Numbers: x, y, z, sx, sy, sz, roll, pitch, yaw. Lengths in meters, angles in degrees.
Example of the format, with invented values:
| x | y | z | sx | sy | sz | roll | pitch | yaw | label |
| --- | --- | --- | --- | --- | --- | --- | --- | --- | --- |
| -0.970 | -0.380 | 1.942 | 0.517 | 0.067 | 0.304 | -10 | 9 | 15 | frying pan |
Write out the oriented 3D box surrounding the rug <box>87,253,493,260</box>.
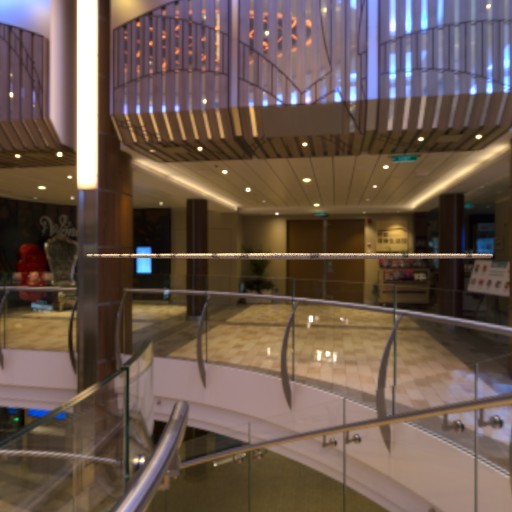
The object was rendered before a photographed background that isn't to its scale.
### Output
| x | y | z | sx | sy | sz | roll | pitch | yaw | label |
| --- | --- | --- | --- | --- | --- | --- | --- | --- | --- |
| 0.000 | 0.000 | 3.390 | 1.801 | 0.026 | 2.701 | 0 | 0 | -36 | rug |
